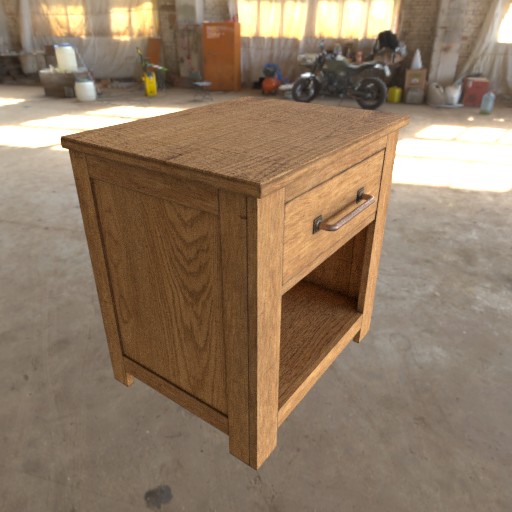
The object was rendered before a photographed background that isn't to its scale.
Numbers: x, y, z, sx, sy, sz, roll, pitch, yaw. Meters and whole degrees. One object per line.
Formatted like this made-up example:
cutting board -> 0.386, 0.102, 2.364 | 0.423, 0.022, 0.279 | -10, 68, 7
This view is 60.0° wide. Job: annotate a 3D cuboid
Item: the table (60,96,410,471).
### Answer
table -> 0.000, 0.000, 1.078 | 0.494, 0.625, 0.601 | 19, 34, 31
